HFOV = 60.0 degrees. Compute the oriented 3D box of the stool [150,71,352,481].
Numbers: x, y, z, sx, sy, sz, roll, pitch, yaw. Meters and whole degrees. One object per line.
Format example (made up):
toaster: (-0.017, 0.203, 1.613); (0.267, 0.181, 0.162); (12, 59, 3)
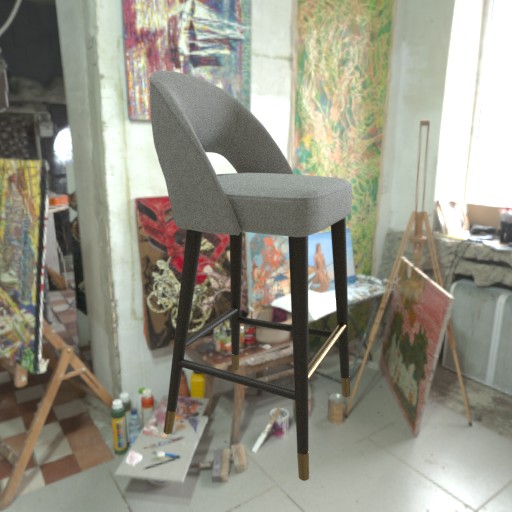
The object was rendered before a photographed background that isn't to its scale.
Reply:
stool: (0.000, 0.000, 1.307); (0.509, 1.037, 0.494); (7, 16, 25)
